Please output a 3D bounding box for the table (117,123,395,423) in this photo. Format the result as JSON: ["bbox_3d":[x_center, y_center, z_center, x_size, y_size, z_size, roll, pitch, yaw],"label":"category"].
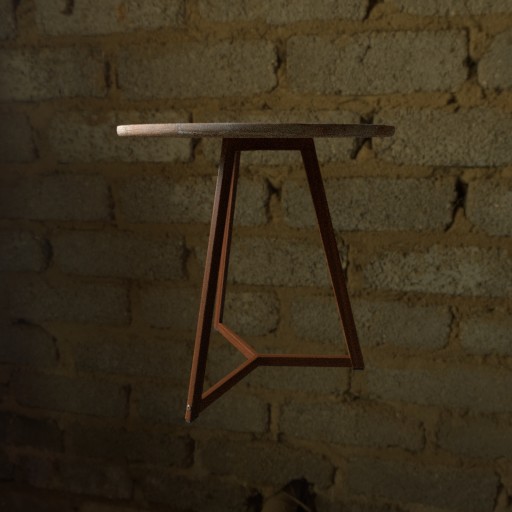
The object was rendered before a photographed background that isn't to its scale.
[{"bbox_3d":[0.000,0.000,0.896,0.500,0.500,0.500,0,15,0],"label":"table"}]
